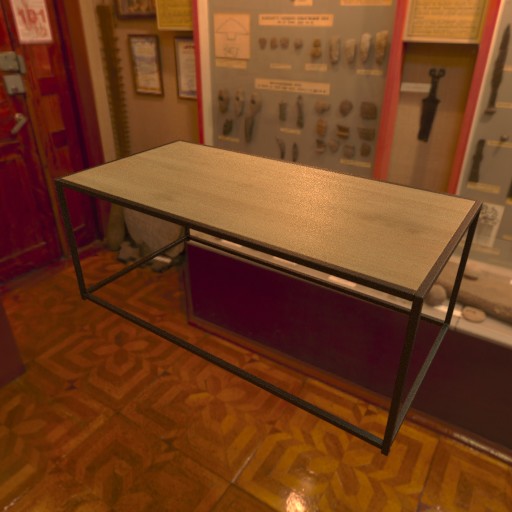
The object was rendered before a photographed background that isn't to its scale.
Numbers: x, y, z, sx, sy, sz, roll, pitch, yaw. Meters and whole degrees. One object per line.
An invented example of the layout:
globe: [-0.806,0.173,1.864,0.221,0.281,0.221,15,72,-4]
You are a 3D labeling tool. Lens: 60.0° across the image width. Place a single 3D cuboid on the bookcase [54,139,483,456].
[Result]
bookcase: [0.000,0.000,1.241,1.000,0.400,0.500,19,34,29]
